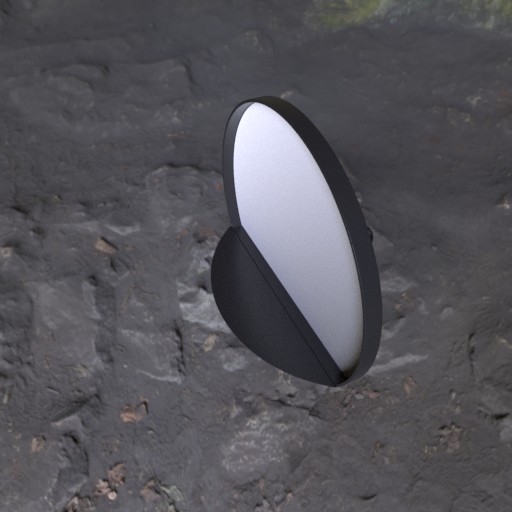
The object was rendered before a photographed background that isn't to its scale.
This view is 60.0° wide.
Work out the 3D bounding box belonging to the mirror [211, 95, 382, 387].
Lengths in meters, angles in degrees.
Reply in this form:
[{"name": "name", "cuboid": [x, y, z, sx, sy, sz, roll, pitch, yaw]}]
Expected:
[{"name": "mirror", "cuboid": [0.000, 0.000, 0.694, 0.133, 0.457, 0.457, -19, 48, -17]}]
